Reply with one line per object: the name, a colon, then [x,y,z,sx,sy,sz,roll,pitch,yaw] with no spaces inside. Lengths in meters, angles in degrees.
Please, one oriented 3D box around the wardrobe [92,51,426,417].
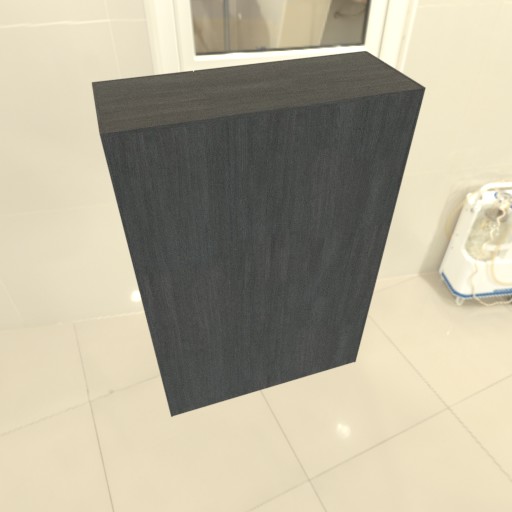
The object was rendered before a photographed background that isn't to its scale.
wardrobe: [0.000,0.000,2.473,1.290,1.910,0.510,-13,43,-14]
